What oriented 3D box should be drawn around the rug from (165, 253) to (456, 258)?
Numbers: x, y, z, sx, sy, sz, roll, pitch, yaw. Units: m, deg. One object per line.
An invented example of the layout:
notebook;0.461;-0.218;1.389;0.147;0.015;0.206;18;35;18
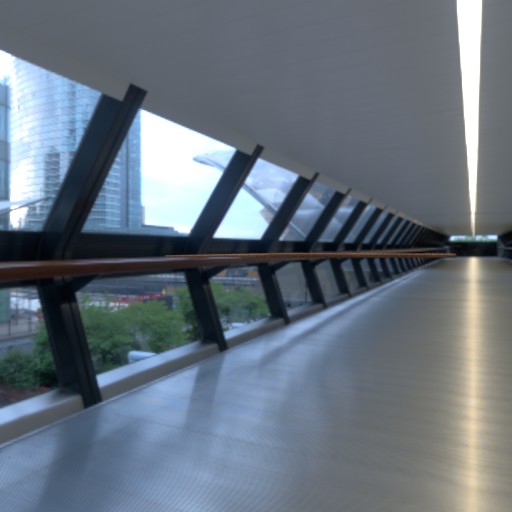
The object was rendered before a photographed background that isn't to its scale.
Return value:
rug;0.000;0.000;2.707;0.764;0.017;2.439;0;0;-19
